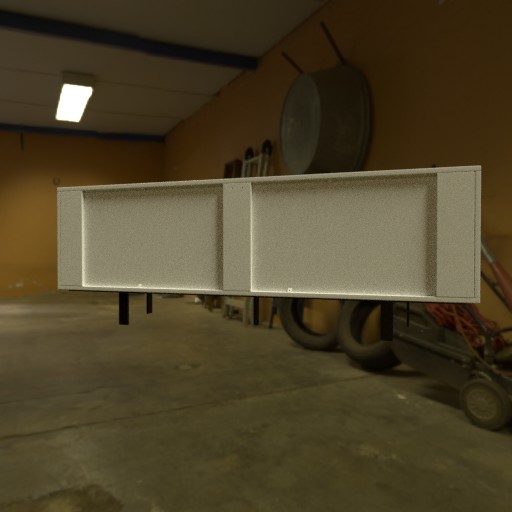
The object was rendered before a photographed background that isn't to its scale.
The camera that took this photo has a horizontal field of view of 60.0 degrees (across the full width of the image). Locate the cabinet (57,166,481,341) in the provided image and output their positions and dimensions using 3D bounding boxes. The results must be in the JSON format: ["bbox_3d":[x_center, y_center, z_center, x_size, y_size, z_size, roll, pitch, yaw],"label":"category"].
[{"bbox_3d":[0.000,0.000,1.714,1.499,0.533,0.431,0,1,18],"label":"cabinet"}]
